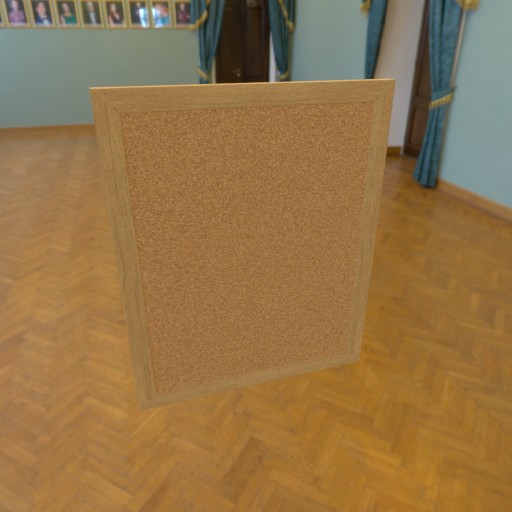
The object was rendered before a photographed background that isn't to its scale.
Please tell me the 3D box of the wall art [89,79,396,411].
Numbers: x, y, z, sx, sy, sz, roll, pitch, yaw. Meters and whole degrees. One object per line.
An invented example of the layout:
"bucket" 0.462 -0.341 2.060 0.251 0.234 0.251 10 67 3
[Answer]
"wall art" 0.000 0.000 0.769 0.460 0.561 0.020 -8 27 -16
